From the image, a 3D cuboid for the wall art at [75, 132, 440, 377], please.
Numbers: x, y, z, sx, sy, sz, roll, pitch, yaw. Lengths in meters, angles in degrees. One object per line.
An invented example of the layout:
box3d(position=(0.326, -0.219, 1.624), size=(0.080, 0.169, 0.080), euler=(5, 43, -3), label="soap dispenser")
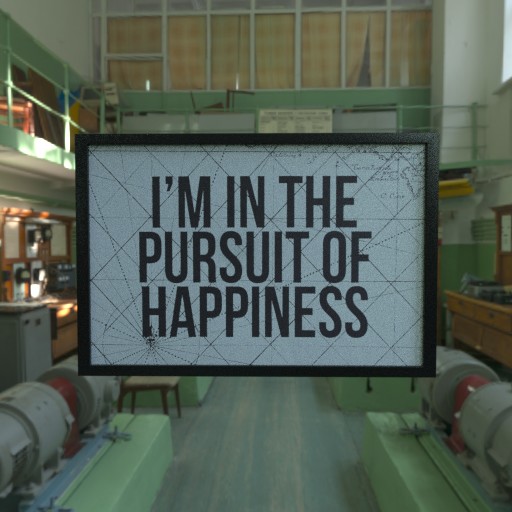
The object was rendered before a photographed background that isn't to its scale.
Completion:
box3d(position=(0.000, 0.000, 1.010), size=(0.819, 0.552, 0.015), euler=(0, 2, 1), label="wall art")
